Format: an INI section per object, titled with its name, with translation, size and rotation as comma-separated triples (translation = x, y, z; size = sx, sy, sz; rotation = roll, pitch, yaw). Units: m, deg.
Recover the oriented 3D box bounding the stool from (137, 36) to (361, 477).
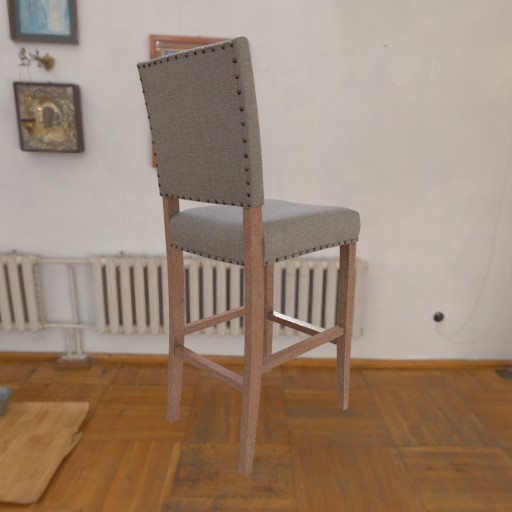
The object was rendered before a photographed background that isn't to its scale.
[stool]
translation = 0.000, 0.000, 1.483
size = 0.585, 1.203, 0.445
rotation = -13, 19, -43
